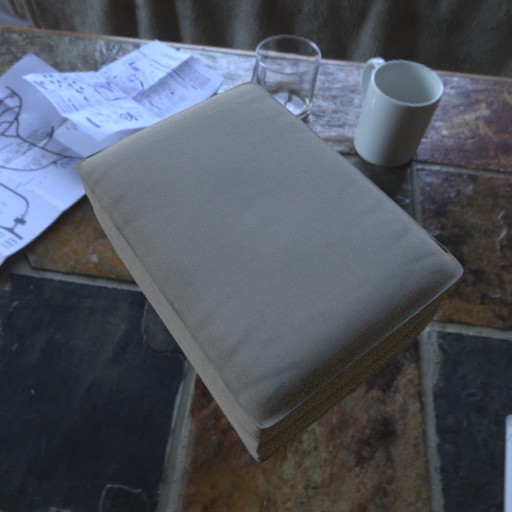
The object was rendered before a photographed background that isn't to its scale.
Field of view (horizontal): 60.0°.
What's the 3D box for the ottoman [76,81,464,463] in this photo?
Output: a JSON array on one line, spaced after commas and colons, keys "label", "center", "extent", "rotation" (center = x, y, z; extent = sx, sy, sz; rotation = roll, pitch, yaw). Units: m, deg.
[{"label": "ottoman", "center": [0.000, 0.000, 1.230], "extent": [0.611, 0.482, 0.848], "rotation": [-32, 64, -18]}]
